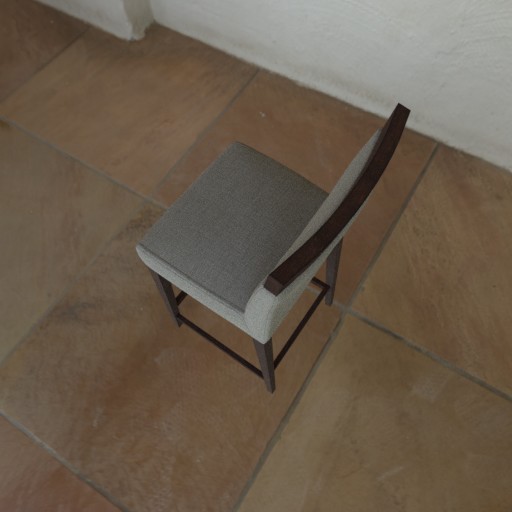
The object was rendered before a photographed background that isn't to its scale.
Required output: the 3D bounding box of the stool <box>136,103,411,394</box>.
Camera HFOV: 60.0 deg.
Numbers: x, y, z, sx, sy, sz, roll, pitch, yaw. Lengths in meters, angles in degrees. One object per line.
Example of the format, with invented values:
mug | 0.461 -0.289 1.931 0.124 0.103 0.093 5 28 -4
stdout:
stool | 0.000 0.000 1.423 0.531 1.117 0.511 32 67 15
